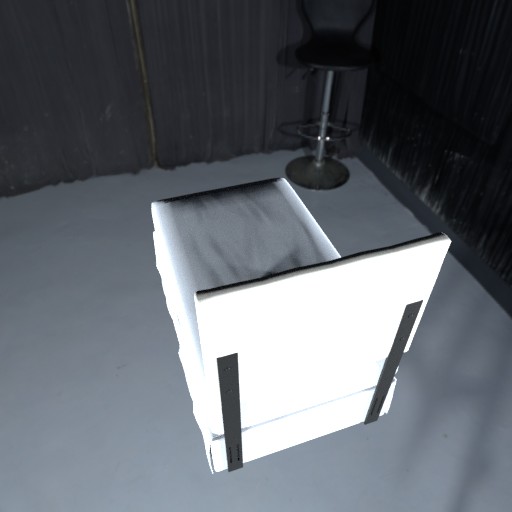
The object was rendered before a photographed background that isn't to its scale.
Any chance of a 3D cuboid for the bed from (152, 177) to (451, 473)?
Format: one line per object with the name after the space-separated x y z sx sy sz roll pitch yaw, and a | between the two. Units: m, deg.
0.000 0.000 2.992 1.261 1.571 1.997 -13 44 -14 | bed
